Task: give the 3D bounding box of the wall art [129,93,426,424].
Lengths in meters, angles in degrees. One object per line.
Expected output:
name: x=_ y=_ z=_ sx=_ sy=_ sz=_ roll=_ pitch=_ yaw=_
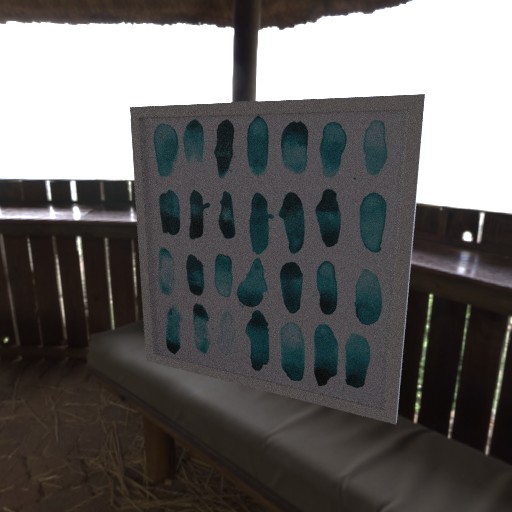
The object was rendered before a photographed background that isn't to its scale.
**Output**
wall art: x=0.000 y=0.000 z=0.844 sx=0.558 sy=0.559 sz=0.009 roll=7 pitch=16 yaw=25
